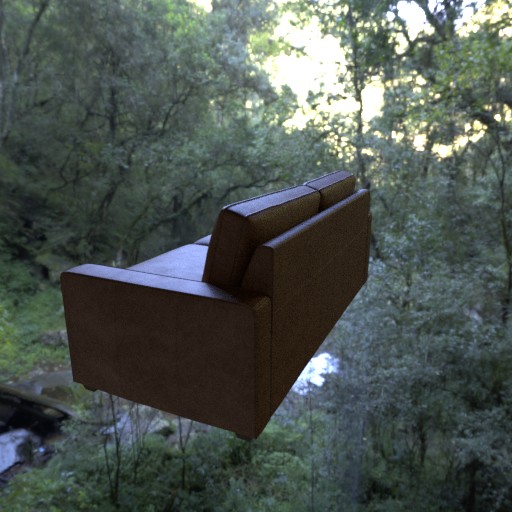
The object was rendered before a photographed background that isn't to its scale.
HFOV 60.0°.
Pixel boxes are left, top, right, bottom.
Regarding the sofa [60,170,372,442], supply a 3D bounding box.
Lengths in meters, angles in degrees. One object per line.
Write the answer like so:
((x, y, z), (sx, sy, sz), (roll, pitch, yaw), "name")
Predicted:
((0.000, 0.000, 2.718), (0.991, 0.928, 2.156), (7, 18, 24), "sofa")
